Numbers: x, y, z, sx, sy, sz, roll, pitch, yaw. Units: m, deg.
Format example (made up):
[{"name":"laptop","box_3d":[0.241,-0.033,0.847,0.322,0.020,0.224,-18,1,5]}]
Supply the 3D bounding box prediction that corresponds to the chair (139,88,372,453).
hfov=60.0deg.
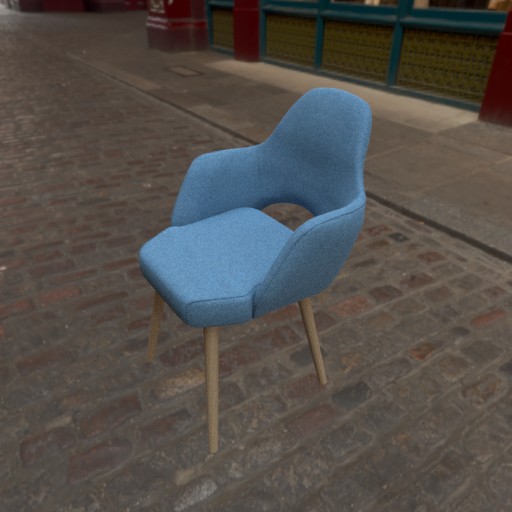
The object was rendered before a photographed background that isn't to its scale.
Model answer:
[{"name":"chair","box_3d":[0.000,0.000,1.393,0.666,0.920,0.589,-21,39,-29]}]
